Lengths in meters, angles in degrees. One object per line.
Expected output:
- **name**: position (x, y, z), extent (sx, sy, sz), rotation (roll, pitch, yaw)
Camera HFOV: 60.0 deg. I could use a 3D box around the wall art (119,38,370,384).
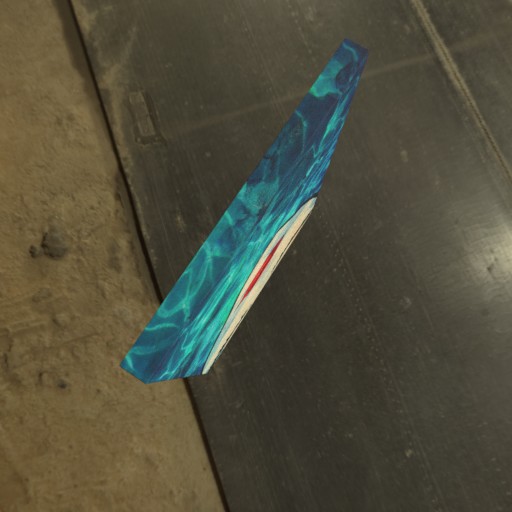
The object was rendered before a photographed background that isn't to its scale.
- **wall art**: position (0.000, 0.000, 0.850), extent (0.038, 0.635, 0.508), rotation (32, 78, 7)
